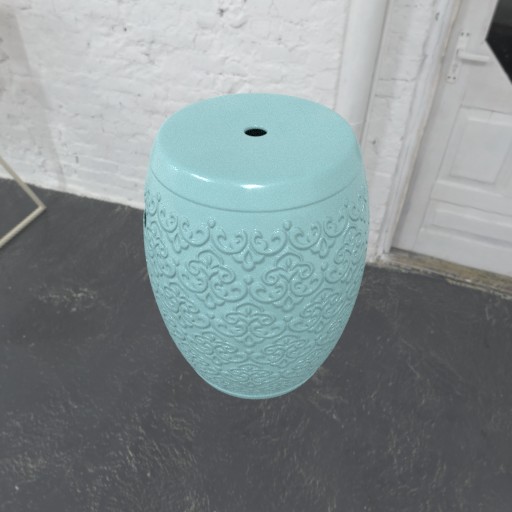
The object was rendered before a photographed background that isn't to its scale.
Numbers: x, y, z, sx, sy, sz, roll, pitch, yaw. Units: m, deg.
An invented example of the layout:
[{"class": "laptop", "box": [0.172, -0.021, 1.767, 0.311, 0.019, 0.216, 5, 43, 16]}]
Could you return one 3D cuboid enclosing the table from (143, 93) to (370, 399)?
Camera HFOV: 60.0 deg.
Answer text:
[{"class": "table", "box": [0.000, 0.000, 0.649, 0.309, 0.397, 0.309, 0, 42, 0]}]
